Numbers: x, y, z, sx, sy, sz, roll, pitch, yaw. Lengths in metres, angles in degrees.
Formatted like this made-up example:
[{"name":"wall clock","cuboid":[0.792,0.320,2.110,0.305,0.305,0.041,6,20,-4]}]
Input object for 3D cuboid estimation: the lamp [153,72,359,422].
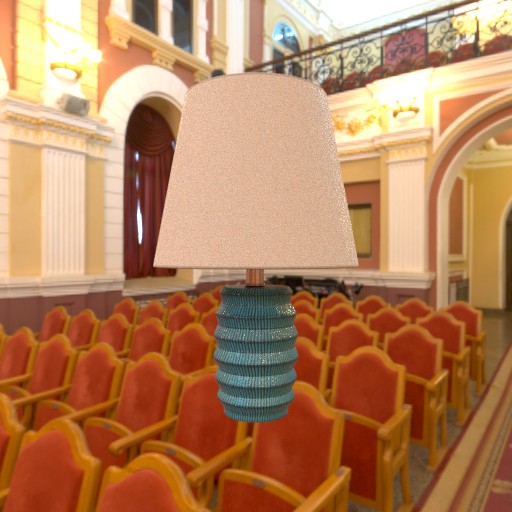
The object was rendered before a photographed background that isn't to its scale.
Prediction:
[{"name":"lamp","cuboid":[0.000,0.000,0.562,0.254,0.392,0.254,0,0,0]}]
